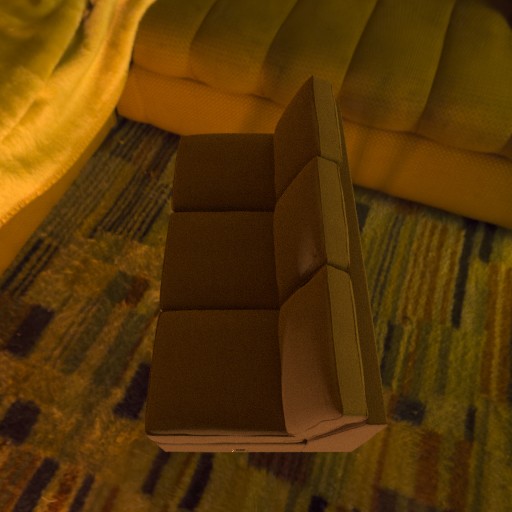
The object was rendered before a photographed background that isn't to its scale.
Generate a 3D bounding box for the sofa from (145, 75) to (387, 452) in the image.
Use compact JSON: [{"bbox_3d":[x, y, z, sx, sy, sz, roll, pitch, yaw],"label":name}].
[{"bbox_3d":[0.000,0.000,2.688,1.127,1.036,2.092,0,58,0],"label":"sofa"}]
